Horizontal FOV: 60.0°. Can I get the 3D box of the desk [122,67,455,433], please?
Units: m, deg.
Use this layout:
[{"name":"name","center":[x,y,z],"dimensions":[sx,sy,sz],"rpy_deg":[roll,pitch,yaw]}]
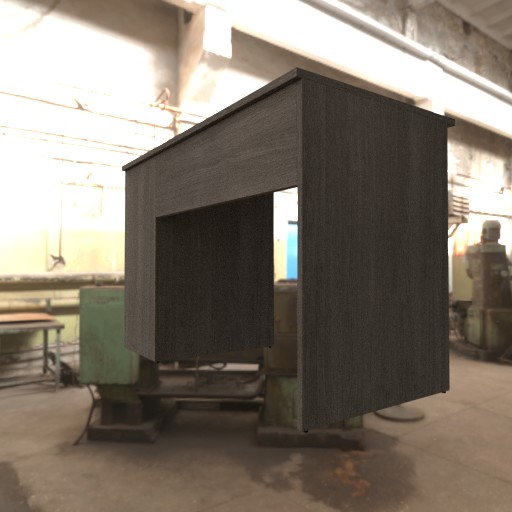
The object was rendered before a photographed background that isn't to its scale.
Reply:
[{"name":"desk","center":[0.000,0.000,1.491],"dimensions":[0.560,0.735,1.097],"rpy_deg":[1,-1,-35]}]
